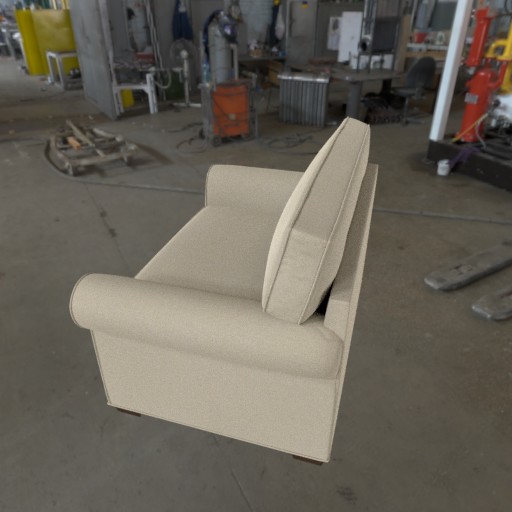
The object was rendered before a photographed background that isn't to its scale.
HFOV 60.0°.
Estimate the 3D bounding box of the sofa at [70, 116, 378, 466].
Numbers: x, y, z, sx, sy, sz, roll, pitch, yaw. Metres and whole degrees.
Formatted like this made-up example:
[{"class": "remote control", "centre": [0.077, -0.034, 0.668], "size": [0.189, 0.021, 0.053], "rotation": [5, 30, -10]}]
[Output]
[{"class": "sofa", "centre": [0.000, 0.000, 2.015], "size": [0.937, 1.006, 1.405], "rotation": [9, 32, 15]}]
